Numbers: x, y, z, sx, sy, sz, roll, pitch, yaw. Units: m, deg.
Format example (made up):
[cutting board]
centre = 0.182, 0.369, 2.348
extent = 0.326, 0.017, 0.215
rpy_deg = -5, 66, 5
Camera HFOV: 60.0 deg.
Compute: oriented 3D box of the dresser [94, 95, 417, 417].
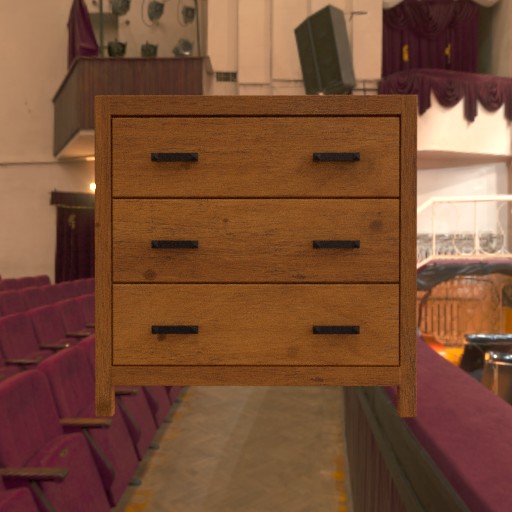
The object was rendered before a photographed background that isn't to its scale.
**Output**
[dresser]
centre = 0.000, 0.000, 1.292
extent = 0.804, 0.804, 0.427
rpy_deg = 0, 0, 0
